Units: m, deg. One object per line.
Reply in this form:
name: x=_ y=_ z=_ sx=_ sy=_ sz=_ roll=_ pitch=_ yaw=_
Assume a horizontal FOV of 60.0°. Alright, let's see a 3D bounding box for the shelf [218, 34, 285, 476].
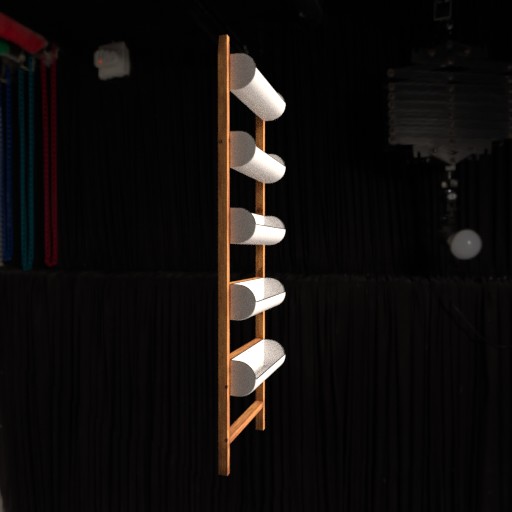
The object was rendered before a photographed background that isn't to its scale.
shelf: x=0.000 y=0.000 z=1.809 sx=0.141 sy=1.600 sz=0.454 roll=0 pitch=1 yaw=19
